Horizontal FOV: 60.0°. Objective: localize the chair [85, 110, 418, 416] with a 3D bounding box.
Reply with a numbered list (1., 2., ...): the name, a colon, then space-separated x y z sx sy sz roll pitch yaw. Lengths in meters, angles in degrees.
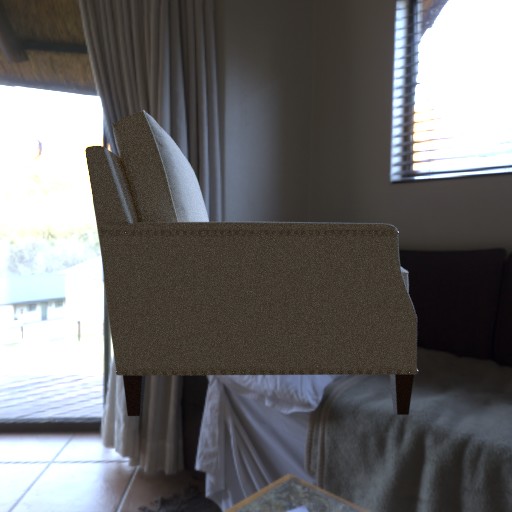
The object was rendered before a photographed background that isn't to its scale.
1. chair: 0.000 0.000 1.724 1.014 0.943 0.853 0 1 -1
